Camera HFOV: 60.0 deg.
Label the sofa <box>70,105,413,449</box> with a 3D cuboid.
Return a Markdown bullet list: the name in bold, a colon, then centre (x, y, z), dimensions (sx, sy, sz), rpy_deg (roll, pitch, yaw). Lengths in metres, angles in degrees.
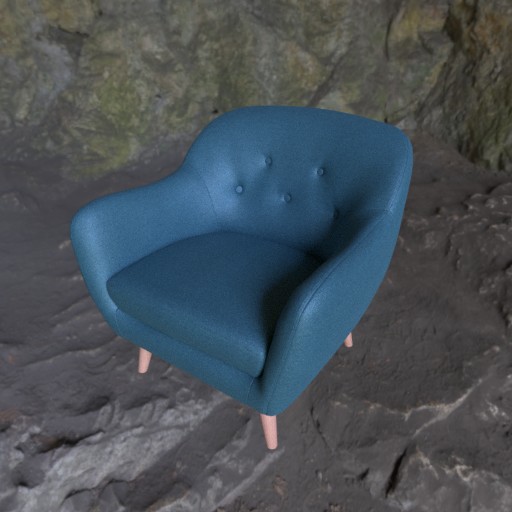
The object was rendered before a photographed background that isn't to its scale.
- **sofa**: centre (0.000, 0.000, 1.468), dimensions (0.836, 0.817, 0.825), rpy_deg (19, 34, 29)
